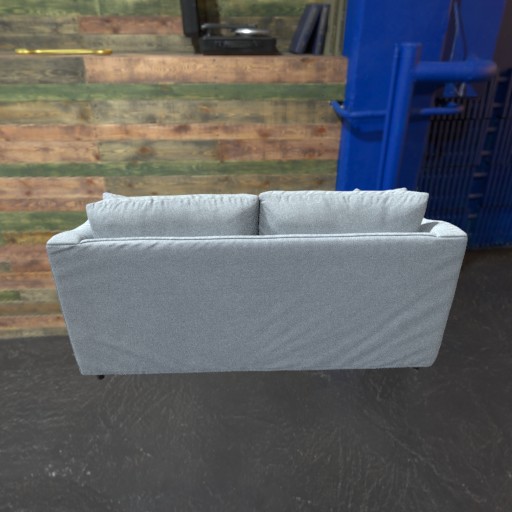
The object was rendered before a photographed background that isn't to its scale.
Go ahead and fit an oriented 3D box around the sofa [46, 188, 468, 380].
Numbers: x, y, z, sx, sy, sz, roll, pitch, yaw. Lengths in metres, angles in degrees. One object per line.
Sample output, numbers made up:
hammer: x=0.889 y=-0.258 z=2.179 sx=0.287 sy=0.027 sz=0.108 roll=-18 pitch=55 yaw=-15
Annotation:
sofa: x=0.000 y=0.000 z=2.691 sx=2.010 sy=1.018 sz=1.072 roll=-1 pitch=29 yaw=-2
